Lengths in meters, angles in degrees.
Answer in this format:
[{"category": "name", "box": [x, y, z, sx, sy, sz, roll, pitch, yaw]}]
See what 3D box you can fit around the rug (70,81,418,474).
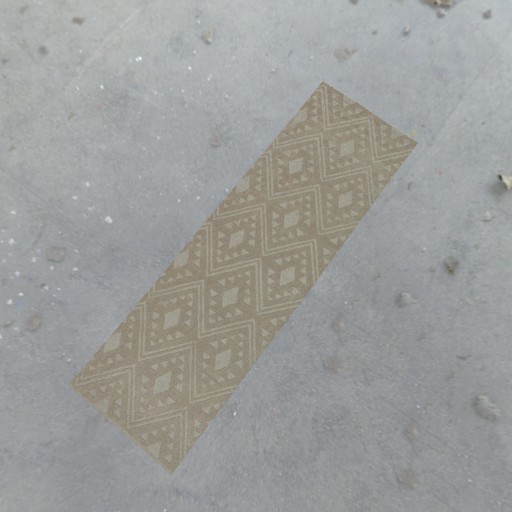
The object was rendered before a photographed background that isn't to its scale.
[{"category": "rug", "box": [0.000, 0.000, 2.651, 0.752, 0.051, 2.452, 37, 79, 9]}]
